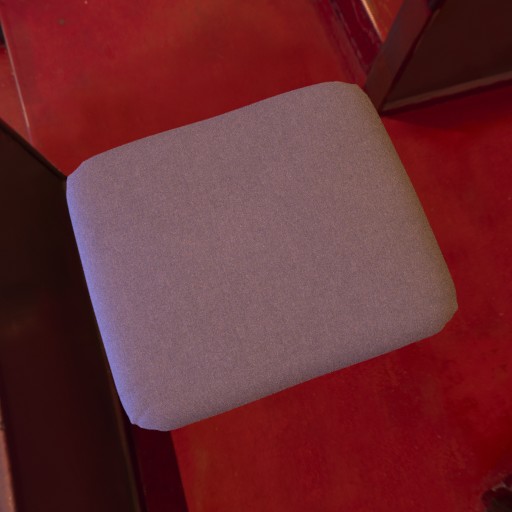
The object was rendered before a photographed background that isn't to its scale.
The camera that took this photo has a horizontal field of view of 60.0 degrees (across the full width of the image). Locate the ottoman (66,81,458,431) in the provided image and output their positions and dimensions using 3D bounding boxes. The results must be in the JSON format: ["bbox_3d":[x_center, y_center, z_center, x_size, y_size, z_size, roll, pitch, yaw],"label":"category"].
[{"bbox_3d":[0.000,0.000,1.096,0.747,0.450,0.622,-19,78,-4],"label":"ottoman"}]
